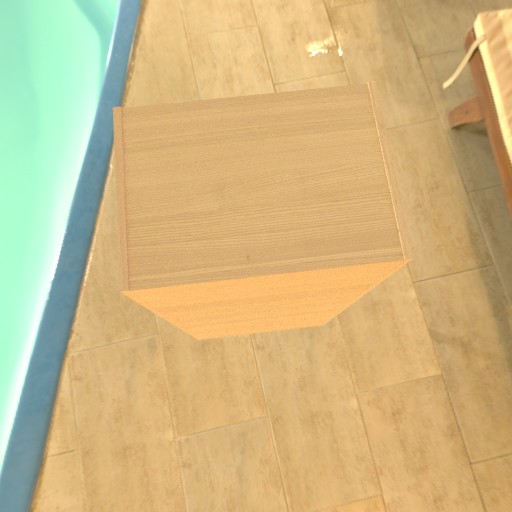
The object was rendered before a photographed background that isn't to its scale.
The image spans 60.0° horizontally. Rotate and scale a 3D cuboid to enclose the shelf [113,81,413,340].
[{"bbox_3d":[0.000,0.000,1.080,0.417,0.876,0.292,-6,75,-2],"label":"shelf"}]
